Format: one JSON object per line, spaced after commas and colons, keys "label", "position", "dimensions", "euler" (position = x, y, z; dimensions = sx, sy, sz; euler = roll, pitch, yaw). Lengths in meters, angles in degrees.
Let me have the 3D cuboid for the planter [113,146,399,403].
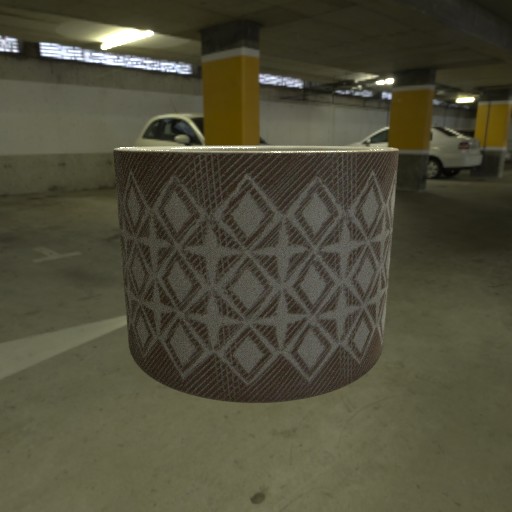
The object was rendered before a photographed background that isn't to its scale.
{"label": "planter", "position": [0.000, 0.000, 0.219], "dimensions": [0.126, 0.104, 0.126], "euler": [0, 15, 0]}
